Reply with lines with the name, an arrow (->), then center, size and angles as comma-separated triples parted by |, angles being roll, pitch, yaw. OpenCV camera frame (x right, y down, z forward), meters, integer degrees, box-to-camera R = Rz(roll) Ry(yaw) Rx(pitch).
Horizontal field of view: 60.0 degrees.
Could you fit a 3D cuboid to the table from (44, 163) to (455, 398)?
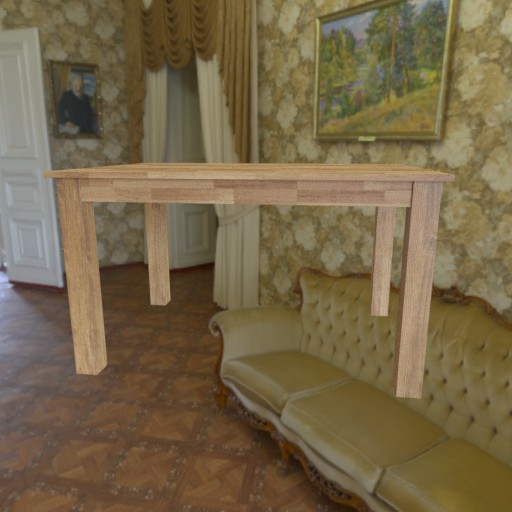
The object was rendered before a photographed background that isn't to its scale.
table -> 0.000, 0.000, 1.906 | 1.300, 0.750, 0.900 | 2, 14, 8
